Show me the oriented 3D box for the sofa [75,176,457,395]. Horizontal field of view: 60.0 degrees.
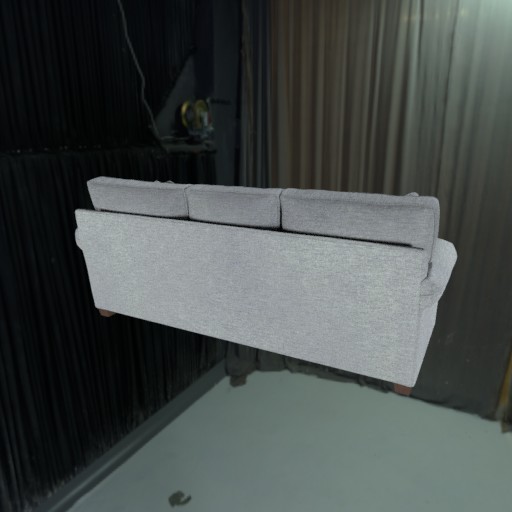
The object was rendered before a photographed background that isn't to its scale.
[{"bbox_3d":[0.000,0.000,2.850,2.312,0.975,0.965,8,18,27],"label":"sofa"}]
